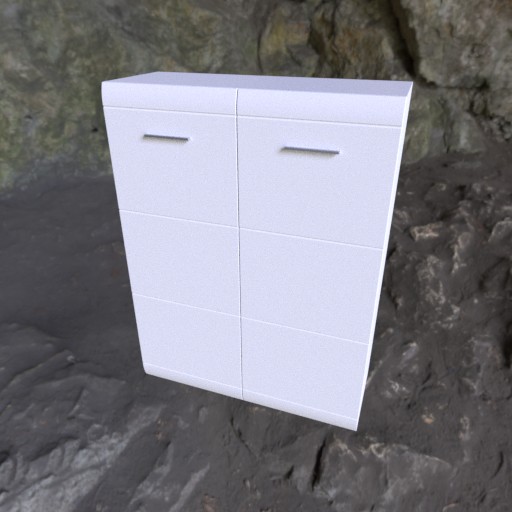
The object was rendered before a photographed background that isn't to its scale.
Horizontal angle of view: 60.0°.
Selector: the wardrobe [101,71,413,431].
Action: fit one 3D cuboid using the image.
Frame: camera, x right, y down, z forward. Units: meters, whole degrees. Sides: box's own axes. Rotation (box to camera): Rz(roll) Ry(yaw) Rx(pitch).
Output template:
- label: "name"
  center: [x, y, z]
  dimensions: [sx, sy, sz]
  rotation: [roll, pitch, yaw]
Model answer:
- label: "wardrobe"
  center: [0.000, 0.000, 1.634]
  dimensions: [0.900, 1.200, 0.360]
  rotation: [10, 29, 17]
